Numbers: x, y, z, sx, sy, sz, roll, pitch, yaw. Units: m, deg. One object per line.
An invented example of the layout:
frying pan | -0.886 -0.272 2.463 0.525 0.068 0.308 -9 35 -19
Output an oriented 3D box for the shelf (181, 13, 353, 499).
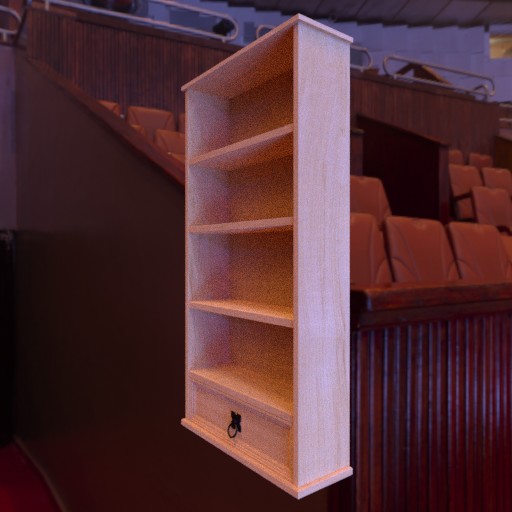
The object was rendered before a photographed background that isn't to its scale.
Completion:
shelf | 0.000 0.000 1.194 0.175 1.030 0.520 0 0 -38
